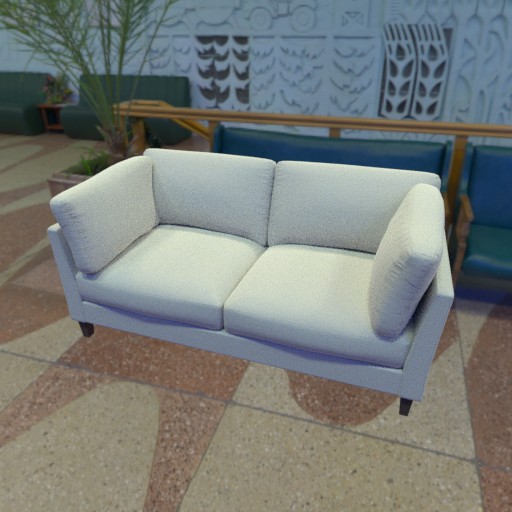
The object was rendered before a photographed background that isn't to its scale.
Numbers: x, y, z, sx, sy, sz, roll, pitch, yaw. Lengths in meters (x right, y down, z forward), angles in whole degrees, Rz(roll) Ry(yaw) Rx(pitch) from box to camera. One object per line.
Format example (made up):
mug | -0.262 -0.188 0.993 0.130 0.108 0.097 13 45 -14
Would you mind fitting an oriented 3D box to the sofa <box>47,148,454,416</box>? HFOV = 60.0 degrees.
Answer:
sofa | 0.000 0.000 2.264 1.776 0.836 0.970 9 28 17
